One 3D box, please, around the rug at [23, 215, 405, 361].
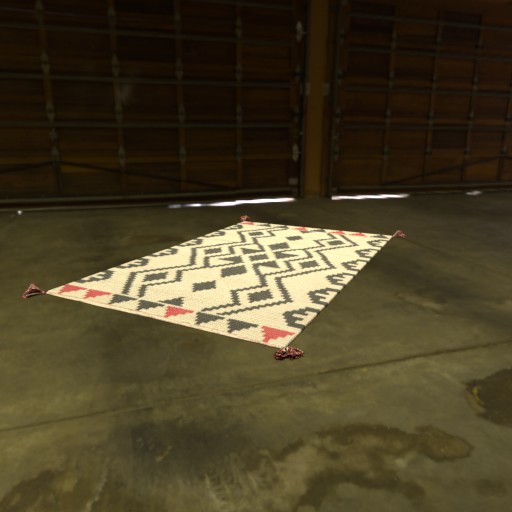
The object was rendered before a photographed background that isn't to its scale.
[{"bbox_3d":[0.000,0.000,3.288,1.741,0.066,2.672,8,17,26],"label":"rug"}]
